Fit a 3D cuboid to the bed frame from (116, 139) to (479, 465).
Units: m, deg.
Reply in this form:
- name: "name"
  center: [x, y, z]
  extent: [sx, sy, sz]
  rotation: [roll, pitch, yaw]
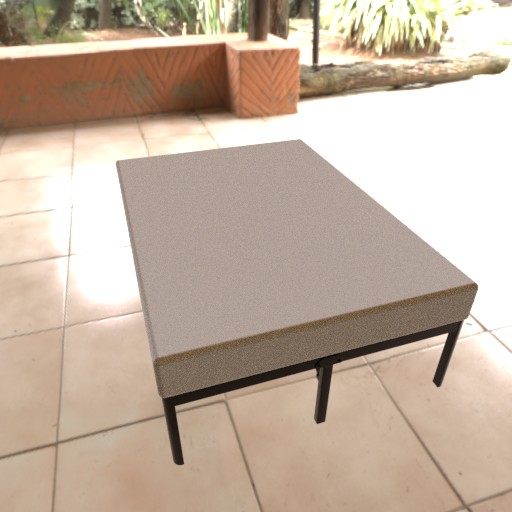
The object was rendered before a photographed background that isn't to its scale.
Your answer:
- name: "bed frame"
  center: [0.000, 0.000, 2.668]
  extent: [1.408, 0.659, 1.956]
  rotation: [-11, 36, -15]
